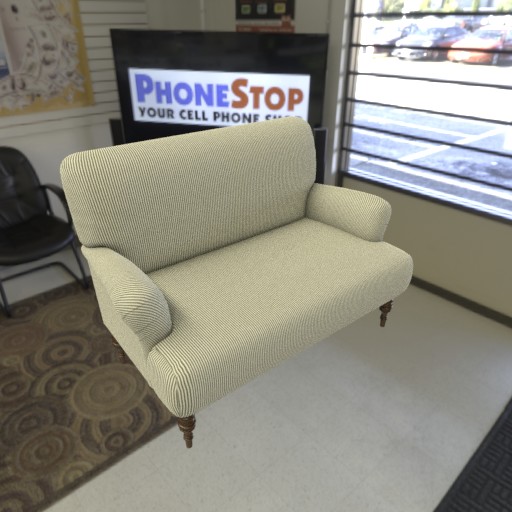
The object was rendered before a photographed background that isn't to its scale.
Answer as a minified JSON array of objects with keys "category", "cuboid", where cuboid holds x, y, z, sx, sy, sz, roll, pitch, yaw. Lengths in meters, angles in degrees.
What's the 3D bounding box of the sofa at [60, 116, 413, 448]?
[{"category":"sofa","cuboid":[0.000,0.000,1.835,1.297,0.889,0.779,-21,35,-34]}]
